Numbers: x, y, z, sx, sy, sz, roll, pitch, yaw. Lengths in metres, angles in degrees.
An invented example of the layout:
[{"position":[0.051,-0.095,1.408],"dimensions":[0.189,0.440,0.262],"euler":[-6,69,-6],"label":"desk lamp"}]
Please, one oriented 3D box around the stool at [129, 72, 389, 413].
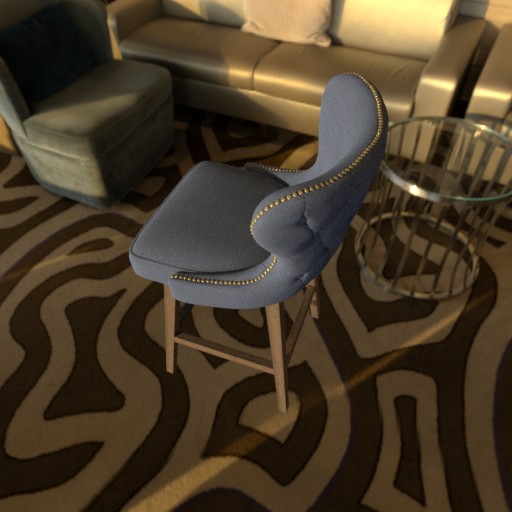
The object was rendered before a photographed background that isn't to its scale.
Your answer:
[{"position":[0.000,0.000,1.351],"dimensions":[0.597,0.972,0.615],"euler":[15,48,14],"label":"stool"}]
